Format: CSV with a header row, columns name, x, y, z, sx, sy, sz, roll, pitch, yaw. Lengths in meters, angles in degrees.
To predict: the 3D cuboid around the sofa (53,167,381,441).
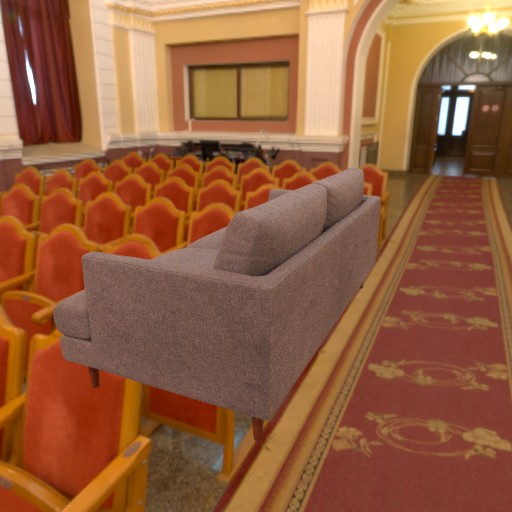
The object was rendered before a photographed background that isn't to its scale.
name,x,y,z,sx,sy,sz,roll,pitch,yaw
sofa,0.000,0.000,2.510,1.020,0.868,1.948,8,19,24
